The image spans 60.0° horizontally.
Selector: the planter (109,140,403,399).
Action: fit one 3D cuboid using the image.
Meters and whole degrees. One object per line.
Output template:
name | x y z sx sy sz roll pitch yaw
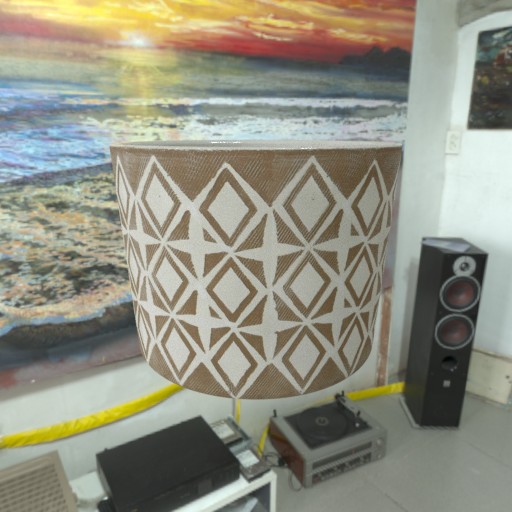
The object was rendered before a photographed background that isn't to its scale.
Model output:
planter | 0.000 0.000 0.442 0.260 0.220 0.260 0 16 0
